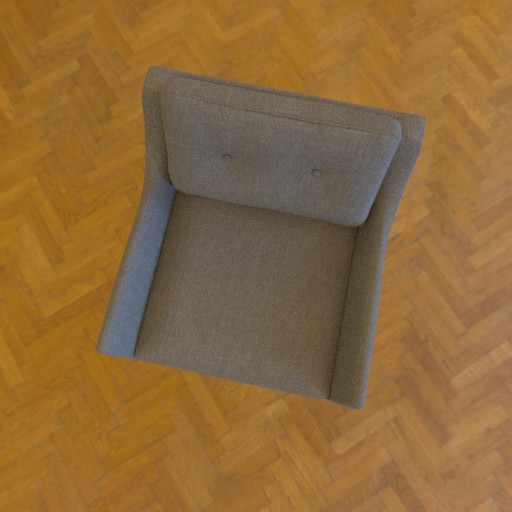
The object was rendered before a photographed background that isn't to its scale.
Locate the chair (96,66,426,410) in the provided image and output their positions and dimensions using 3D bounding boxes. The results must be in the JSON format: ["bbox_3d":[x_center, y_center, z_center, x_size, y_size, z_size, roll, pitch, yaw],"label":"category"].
[{"bbox_3d":[0.000,0.000,1.512,0.847,0.828,0.849,12,78,3],"label":"chair"}]
